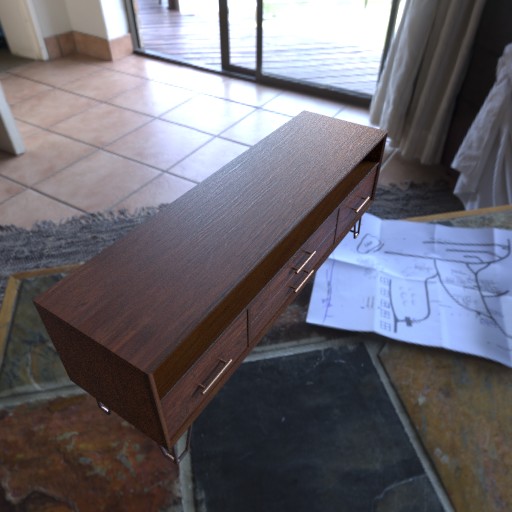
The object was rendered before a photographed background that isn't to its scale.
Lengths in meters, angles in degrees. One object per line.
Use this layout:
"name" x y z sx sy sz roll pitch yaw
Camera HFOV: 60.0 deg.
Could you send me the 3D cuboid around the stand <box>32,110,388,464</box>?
"stand" 0.000 0.000 1.893 0.481 0.610 1.626 23 46 25
